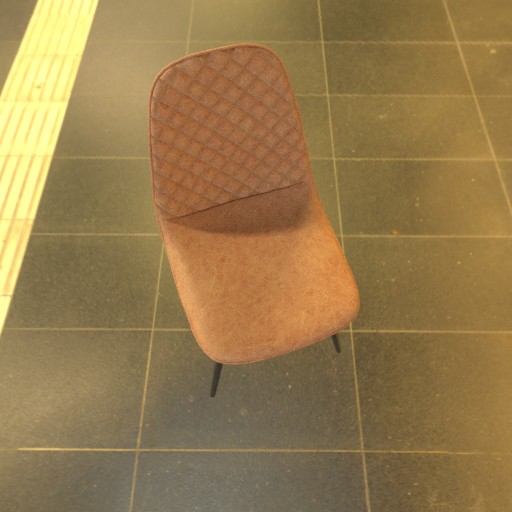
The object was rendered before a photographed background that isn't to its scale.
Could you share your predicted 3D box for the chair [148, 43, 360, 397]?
[{"bbox_3d":[0.000,0.000,1.204,0.472,0.889,0.561,-17,63,-9],"label":"chair"}]
